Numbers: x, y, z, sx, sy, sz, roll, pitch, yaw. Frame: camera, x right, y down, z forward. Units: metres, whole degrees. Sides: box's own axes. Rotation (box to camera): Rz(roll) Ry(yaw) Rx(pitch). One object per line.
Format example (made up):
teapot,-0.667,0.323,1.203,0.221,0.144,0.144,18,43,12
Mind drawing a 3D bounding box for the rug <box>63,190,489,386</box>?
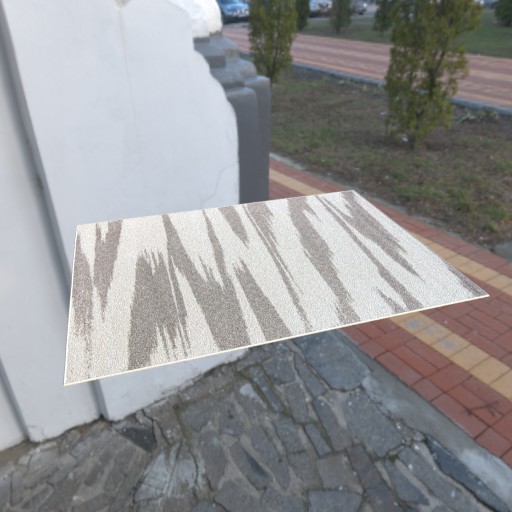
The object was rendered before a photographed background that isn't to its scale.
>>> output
rug,0.000,0.000,2.720,2.142,0.010,1.533,-9,32,-15
